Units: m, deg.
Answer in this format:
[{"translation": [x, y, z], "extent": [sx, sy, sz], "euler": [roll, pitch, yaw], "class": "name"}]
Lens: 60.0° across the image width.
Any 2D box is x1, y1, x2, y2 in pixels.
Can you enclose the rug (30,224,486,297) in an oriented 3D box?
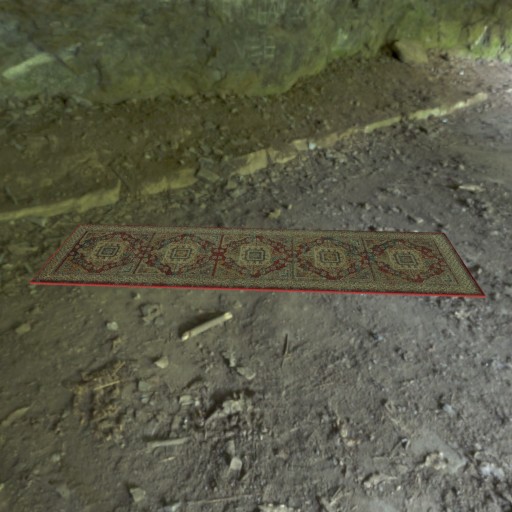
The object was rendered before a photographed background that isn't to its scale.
[{"translation": [0.000, 0.000, 2.503], "extent": [2.292, 0.015, 0.659], "euler": [2, 31, 2], "class": "rug"}]
